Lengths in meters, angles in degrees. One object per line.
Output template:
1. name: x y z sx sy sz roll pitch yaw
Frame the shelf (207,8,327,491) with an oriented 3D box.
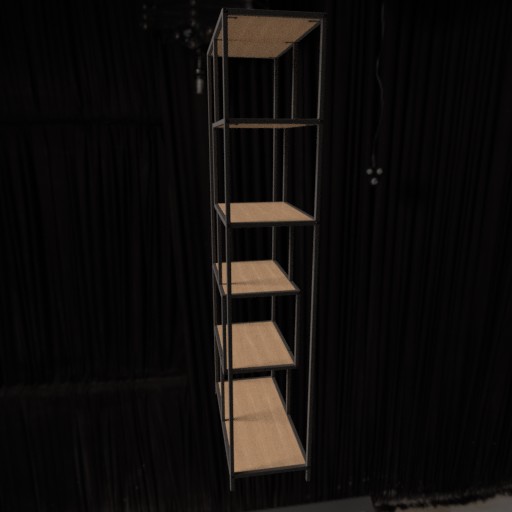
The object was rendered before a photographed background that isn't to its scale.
1. shelf: 0.000 0.000 2.042 0.350 1.850 0.770 -2 15 -9
